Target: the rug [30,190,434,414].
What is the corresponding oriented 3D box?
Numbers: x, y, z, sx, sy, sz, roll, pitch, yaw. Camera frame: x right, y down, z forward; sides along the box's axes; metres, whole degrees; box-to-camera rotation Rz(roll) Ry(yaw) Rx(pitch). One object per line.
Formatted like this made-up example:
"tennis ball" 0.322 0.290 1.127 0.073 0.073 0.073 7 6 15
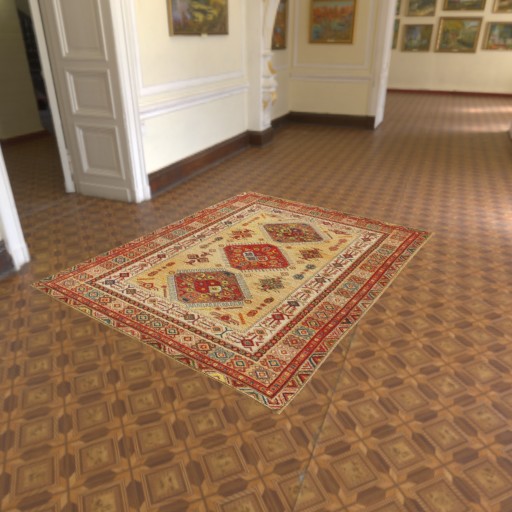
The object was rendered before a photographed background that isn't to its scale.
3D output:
"rug" 0.000 0.000 4.178 2.460 0.005 3.067 17 31 31
